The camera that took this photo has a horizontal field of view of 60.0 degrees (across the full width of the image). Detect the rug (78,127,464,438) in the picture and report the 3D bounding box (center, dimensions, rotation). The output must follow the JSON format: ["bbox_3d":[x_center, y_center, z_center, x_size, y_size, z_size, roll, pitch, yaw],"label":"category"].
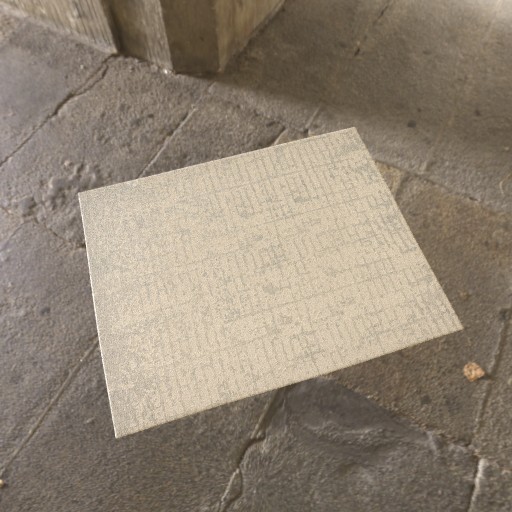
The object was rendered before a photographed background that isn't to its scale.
[{"bbox_3d":[0.000,0.000,4.194,3.061,0.014,2.447,-15,64,-8],"label":"rug"}]
